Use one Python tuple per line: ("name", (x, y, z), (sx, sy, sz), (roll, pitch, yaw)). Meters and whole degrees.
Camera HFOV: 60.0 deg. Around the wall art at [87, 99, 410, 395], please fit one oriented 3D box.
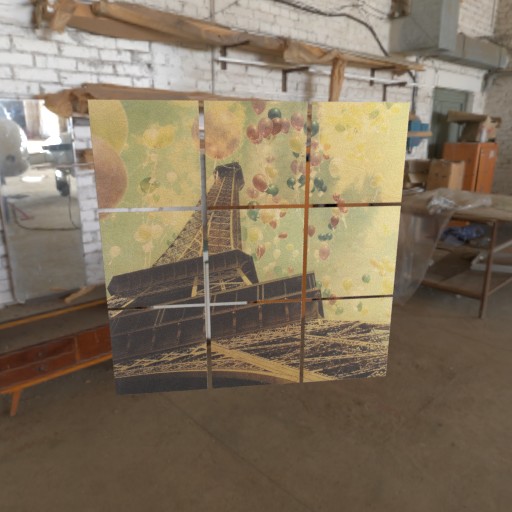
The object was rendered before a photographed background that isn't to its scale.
("wall art", (0.000, 0.000, 2.276), (1.517, 1.505, 0.002), (-2, 16, -7))
